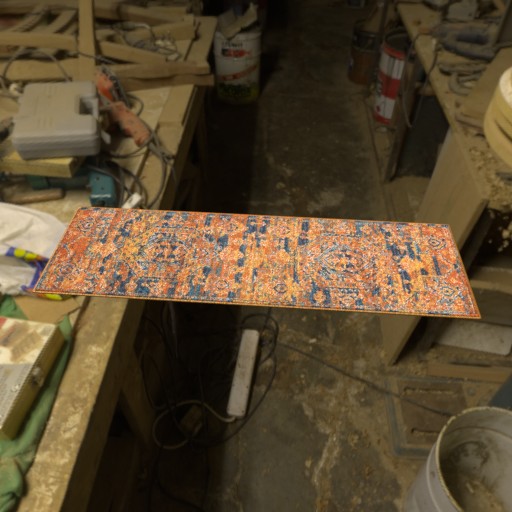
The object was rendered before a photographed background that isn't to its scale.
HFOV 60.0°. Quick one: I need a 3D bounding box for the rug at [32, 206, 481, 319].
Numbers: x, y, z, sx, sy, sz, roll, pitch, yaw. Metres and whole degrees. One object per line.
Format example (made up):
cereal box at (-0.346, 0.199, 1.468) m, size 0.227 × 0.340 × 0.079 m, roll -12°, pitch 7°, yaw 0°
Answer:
rug at (0.000, 0.000, 1.978) m, size 1.820 × 0.013 × 0.556 m, roll 3°, pitch 46°, yaw 3°
